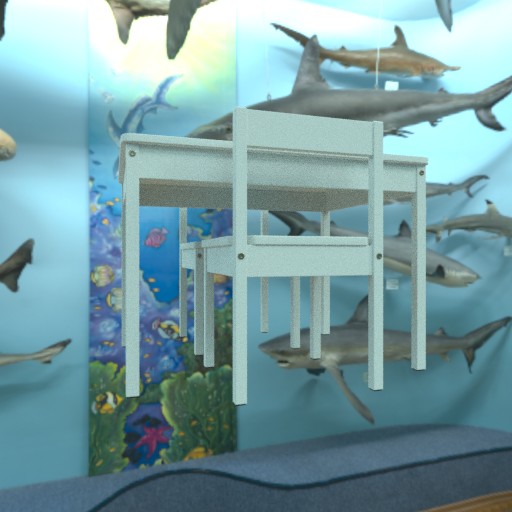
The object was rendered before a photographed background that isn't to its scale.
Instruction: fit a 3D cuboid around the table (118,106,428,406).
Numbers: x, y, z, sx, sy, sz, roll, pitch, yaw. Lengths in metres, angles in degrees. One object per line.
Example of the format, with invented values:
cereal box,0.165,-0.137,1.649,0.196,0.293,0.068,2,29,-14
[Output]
table,0.000,0.000,1.102,0.650,0.503,0.672,0,0,-18
